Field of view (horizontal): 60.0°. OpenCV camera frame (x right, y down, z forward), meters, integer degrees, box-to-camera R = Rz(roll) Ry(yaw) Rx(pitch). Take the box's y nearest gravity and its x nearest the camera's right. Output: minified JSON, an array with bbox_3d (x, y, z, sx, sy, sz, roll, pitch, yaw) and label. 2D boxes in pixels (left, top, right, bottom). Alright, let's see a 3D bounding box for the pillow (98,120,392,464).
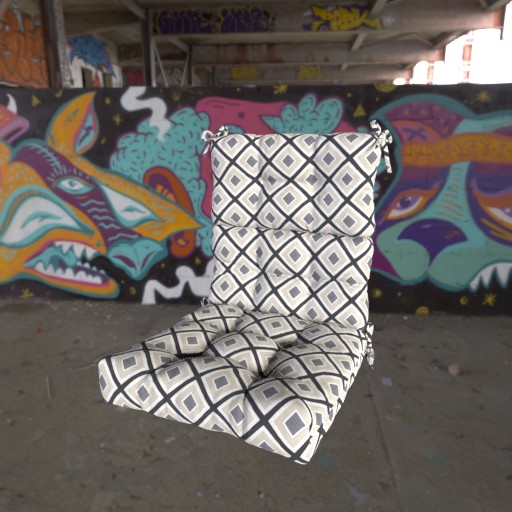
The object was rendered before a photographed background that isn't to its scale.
[{"bbox_3d":[0.000,0.000,1.011,0.519,0.605,0.571,7,15,25],"label":"pillow"}]
